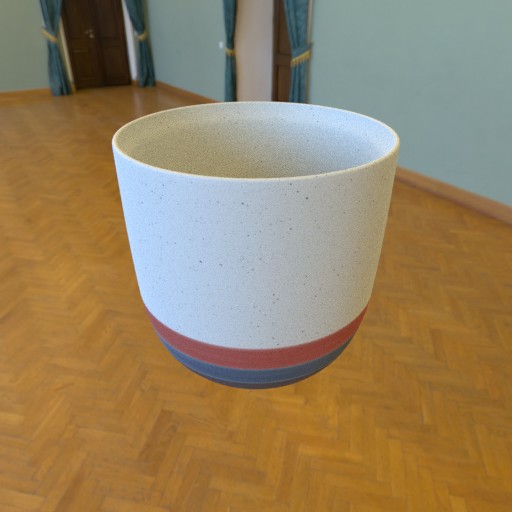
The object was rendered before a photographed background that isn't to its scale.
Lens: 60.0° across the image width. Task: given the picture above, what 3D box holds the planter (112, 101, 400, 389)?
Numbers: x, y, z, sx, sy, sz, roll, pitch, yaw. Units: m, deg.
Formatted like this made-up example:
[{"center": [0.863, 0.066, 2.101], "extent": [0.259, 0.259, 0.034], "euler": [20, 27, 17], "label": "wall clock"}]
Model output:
[{"center": [0.000, 0.000, 0.379], "extent": [0.204, 0.214, 0.204], "euler": [0, 31, 0], "label": "planter"}]
